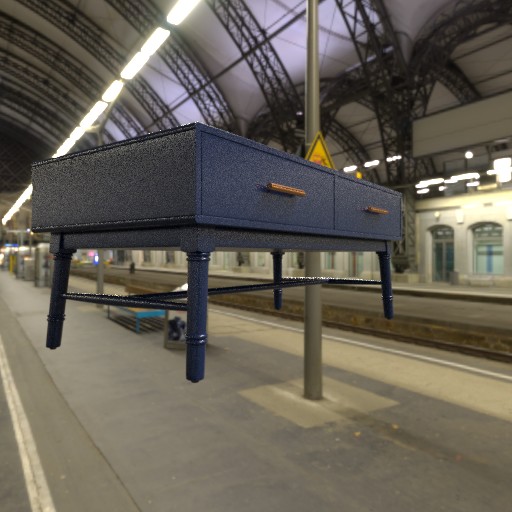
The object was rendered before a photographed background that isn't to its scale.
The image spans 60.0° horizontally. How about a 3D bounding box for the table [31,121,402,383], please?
[{"bbox_3d":[0.000,0.000,1.336,0.572,0.457,1.067,0,0,36],"label":"table"}]
